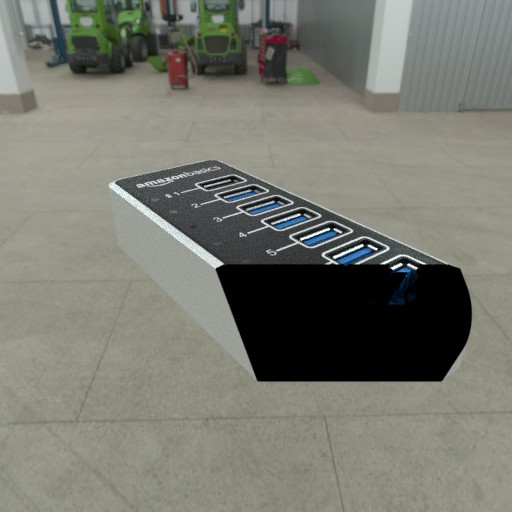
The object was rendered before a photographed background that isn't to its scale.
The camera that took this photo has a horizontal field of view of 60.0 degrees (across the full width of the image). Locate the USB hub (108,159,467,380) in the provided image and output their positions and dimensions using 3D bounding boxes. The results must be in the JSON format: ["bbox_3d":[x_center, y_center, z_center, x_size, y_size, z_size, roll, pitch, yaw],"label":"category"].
[{"bbox_3d":[0.000,0.000,0.126,0.044,0.023,0.110,-21,36,-32],"label":"USB hub"}]
